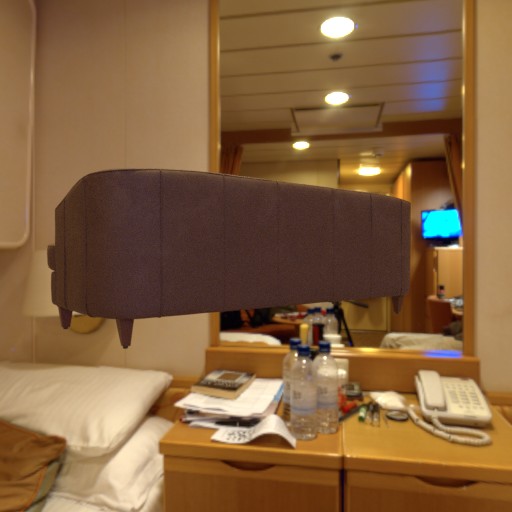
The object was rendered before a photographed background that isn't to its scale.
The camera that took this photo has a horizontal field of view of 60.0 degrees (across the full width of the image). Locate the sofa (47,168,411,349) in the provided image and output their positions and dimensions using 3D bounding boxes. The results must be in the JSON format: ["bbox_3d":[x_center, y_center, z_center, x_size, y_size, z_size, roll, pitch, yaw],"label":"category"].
[{"bbox_3d":[0.000,0.000,2.736,2.227,0.787,0.927,0,0,-36],"label":"sofa"}]
